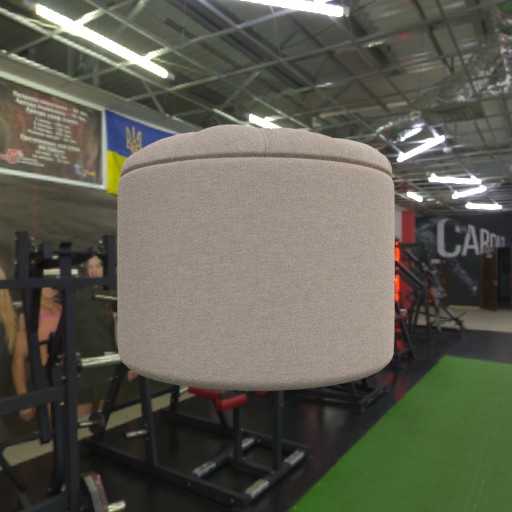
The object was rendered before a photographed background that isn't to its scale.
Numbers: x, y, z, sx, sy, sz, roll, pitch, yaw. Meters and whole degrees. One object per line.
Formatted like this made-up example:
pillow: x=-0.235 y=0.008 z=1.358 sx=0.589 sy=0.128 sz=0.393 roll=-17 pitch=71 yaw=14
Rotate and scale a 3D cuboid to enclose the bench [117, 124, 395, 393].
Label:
bench: x=0.000 y=0.000 z=1.005 sx=0.600 sy=0.454 sz=0.600 roll=0 pitch=0 yaw=0
